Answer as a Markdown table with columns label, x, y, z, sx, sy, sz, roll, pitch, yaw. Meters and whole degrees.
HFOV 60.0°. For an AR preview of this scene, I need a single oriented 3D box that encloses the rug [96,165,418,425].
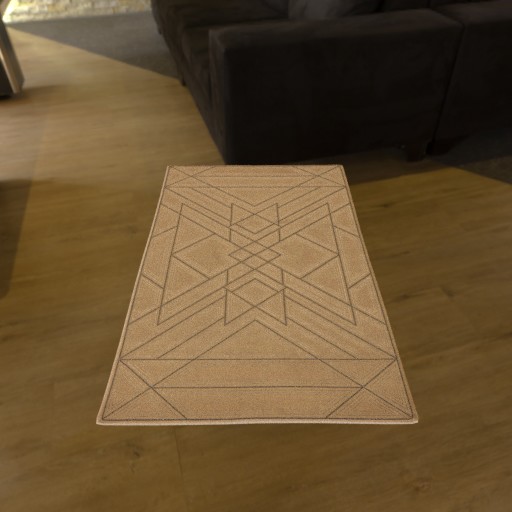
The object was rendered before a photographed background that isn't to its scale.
| label | x | y | z | sx | sy | sz | roll | pitch | yaw |
| --- | --- | --- | --- | --- | --- | --- | --- | --- | --- |
| rug | 0.000 | 0.000 | 3.064 | 1.575 | 0.023 | 2.459 | 0 | 41 | 0 |
